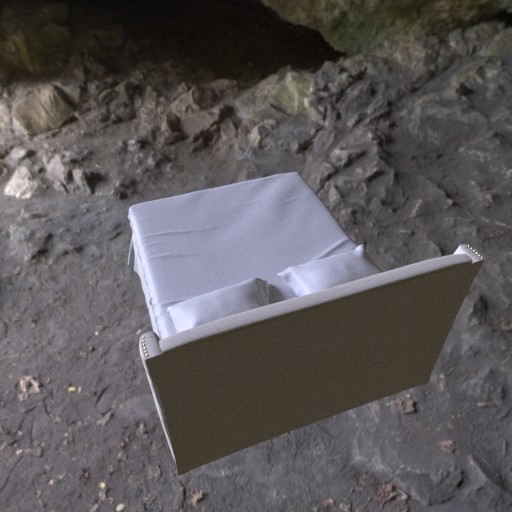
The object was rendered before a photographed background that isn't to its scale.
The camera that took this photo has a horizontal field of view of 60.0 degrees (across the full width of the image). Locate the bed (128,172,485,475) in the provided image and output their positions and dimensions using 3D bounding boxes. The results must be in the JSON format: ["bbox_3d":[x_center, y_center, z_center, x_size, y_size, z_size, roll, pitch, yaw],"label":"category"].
[{"bbox_3d":[0.000,0.000,3.426,1.925,1.332,2.276,-14,44,-15],"label":"bed"}]
